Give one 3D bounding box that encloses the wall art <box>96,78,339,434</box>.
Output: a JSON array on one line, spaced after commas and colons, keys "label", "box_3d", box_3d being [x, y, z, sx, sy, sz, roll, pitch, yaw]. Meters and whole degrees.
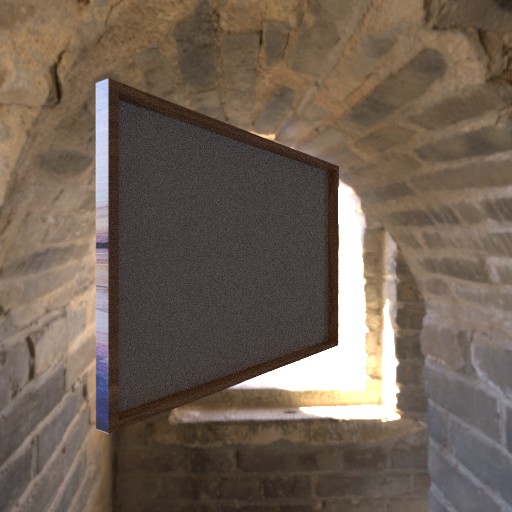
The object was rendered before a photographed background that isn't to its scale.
[{"label": "wall art", "box_3d": [0.000, 0.000, 1.133, 0.037, 0.605, 0.911, 0, 0, 36]}]
